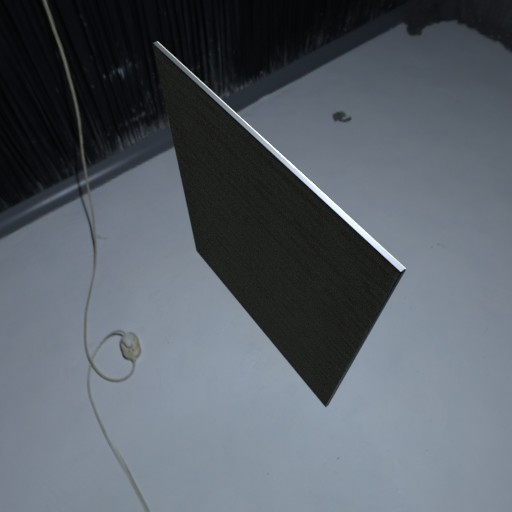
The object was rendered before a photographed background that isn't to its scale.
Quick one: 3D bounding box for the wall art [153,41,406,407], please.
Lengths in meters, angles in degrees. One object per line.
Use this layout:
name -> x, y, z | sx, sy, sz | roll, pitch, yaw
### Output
wall art -> 0.000, 0.000, 0.778 | 0.009, 0.559, 0.483 | -33, 64, -19
